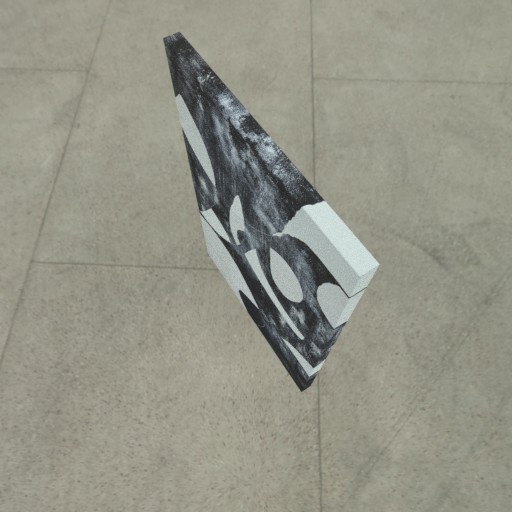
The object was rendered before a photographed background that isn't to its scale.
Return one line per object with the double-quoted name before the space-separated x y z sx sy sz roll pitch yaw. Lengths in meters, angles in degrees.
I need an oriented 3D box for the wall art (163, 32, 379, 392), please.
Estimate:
"wall art" 0.000 0.000 1.162 0.041 0.915 0.610 -30 67 -14
